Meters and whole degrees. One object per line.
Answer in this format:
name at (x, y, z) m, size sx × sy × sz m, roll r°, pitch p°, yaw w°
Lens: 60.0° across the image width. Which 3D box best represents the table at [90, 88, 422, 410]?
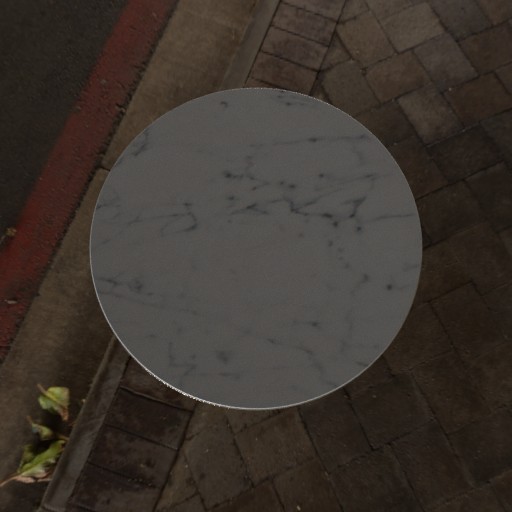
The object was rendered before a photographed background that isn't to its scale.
table at (0.000, 0.000, 1.281) m, size 0.800 × 0.450 × 0.800 m, roll 0°, pitch 77°, yaw 0°
